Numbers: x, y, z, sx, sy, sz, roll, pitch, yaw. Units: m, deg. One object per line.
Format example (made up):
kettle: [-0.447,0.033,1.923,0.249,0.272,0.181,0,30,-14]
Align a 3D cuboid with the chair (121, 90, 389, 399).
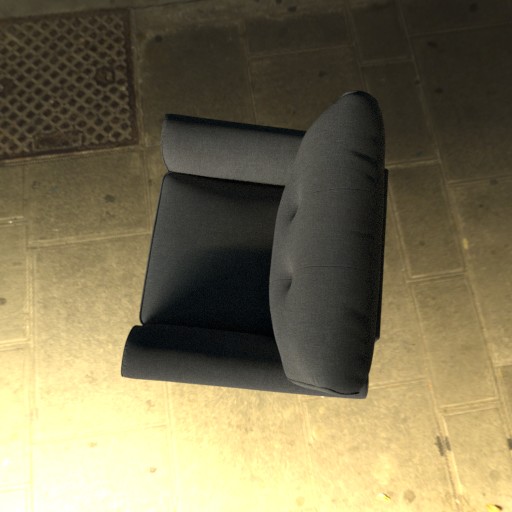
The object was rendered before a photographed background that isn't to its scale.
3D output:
chair: [0.000,0.000,1.622,0.816,0.890,0.941,6,77,1]
